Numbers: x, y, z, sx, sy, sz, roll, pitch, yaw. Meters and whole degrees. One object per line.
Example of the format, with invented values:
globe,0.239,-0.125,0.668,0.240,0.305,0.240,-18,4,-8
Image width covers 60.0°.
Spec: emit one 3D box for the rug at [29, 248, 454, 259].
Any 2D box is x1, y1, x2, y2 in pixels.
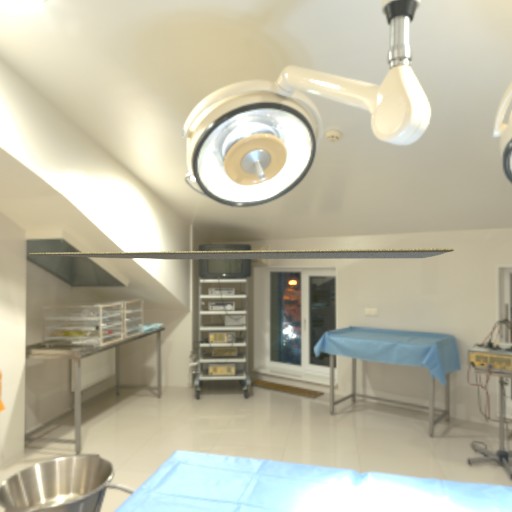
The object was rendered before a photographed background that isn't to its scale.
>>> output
rug,0.000,0.000,3.000,2.270,0.017,1.606,0,-1,17
